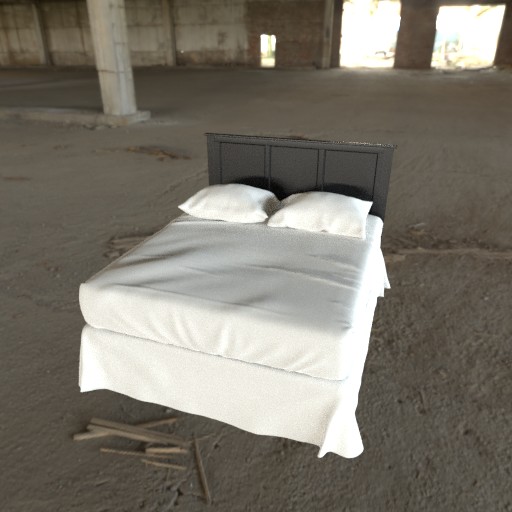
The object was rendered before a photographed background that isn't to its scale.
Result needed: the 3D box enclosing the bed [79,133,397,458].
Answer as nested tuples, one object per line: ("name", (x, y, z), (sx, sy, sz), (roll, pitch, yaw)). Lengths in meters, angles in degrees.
("bed", (0.000, 0.000, 3.143), (1.870, 1.270, 2.050), (9, 27, 17))
